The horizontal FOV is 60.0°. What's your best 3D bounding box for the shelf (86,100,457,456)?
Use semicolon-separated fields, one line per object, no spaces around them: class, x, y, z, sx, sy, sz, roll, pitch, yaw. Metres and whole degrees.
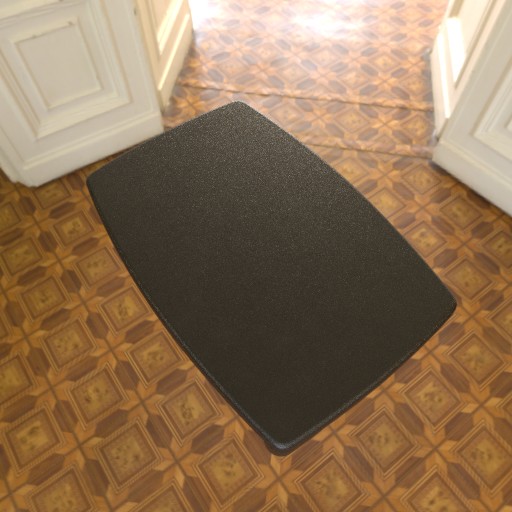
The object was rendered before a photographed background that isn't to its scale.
shelf;0.000;0.000;0.544;0.280;0.100;0.410;-33;65;-18
